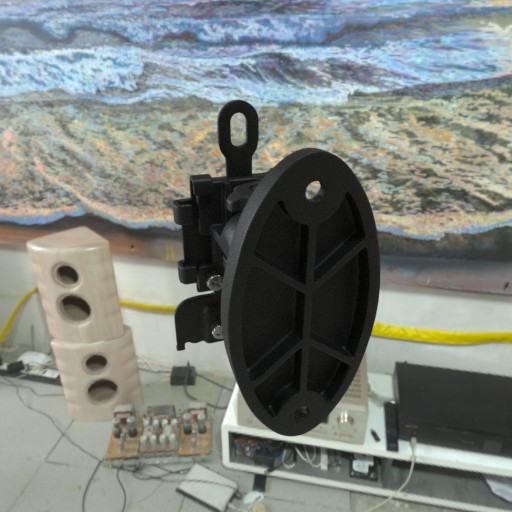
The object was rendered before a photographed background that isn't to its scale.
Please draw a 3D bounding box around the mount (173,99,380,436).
[{"bbox_3d":[0.000,0.000,0.183,0.066,0.118,0.100,-9,27,-17],"label":"mount"}]
